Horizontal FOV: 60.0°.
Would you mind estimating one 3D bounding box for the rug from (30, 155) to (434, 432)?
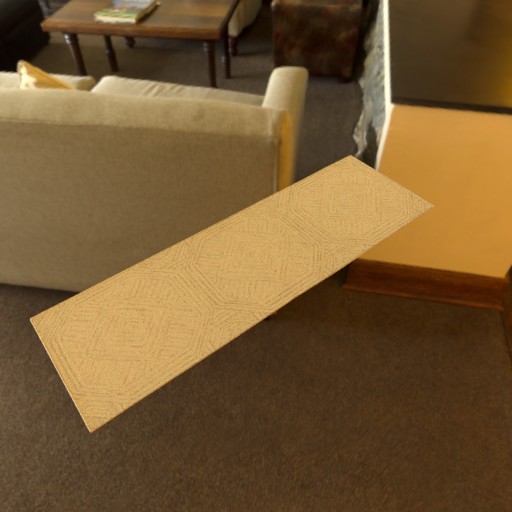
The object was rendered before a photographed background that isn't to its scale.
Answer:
[{"bbox_3d":[0.000,0.000,2.665,2.452,0.012,0.775,-30,53,-25],"label":"rug"}]
